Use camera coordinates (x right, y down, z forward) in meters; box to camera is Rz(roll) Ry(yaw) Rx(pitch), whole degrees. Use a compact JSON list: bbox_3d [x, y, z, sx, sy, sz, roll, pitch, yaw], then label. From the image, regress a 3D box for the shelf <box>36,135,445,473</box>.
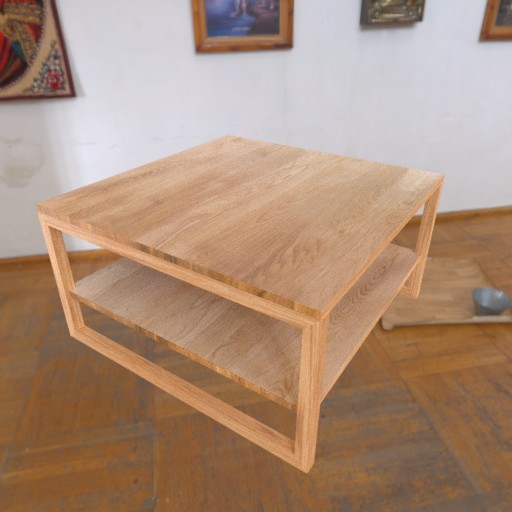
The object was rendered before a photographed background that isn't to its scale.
[{"bbox_3d":[0.000,0.000,1.476,0.899,0.480,0.899,19,35,29],"label":"shelf"}]
